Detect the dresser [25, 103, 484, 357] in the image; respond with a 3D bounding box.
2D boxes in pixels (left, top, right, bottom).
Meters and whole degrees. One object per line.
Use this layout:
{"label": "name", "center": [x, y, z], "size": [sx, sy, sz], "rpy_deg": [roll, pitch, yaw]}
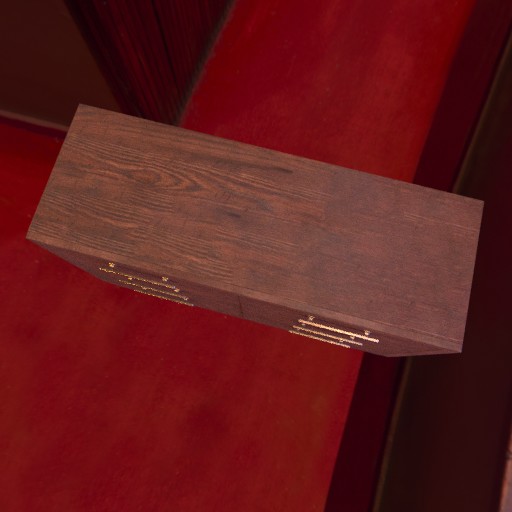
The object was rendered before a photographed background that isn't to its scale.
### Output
{"label": "dresser", "center": [0.000, 0.000, 2.193], "size": [1.646, 1.061, 0.623], "rpy_deg": [14, 77, 4]}
